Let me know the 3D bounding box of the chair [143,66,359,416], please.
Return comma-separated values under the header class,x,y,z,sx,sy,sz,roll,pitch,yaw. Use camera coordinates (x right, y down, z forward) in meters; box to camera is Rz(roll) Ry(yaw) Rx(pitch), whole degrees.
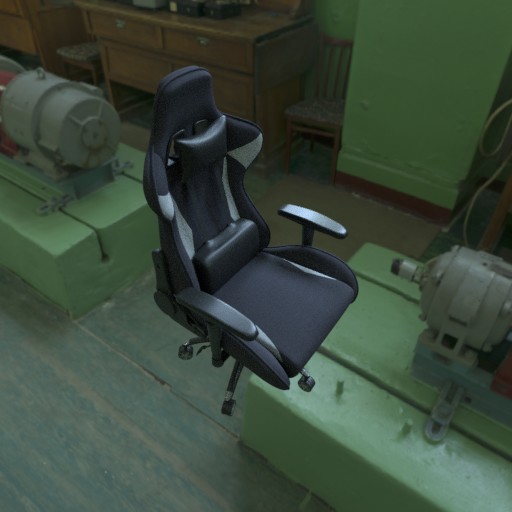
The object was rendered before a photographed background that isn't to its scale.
class,x,y,z,sx,sy,sz,roll,pitch,yaw
chair,0.000,0.000,1.729,0.695,1.300,0.730,24,46,26
